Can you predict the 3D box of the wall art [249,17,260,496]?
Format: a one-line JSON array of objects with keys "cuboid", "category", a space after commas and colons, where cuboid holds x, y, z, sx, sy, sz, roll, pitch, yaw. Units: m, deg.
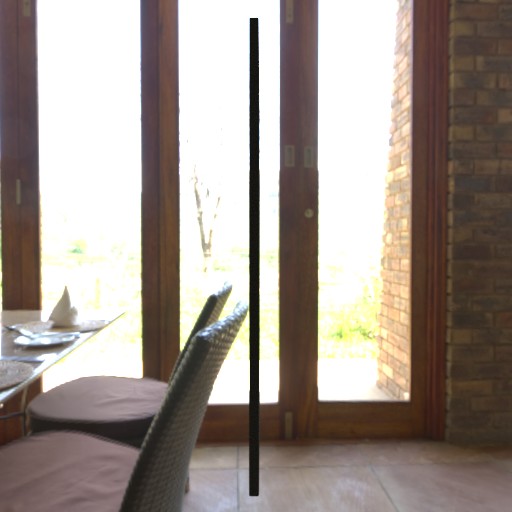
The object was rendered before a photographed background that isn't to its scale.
[{"cuboid": [0.000, 0.000, 0.675, 0.012, 0.529, 0.374, 0, 1, 1], "category": "wall art"}]
